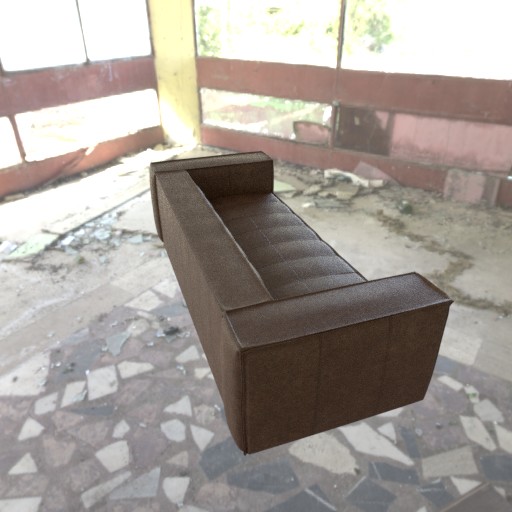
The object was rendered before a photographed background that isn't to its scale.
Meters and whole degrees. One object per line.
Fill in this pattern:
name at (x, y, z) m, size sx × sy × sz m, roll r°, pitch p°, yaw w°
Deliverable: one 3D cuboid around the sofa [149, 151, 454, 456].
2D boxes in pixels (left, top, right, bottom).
sofa at (0.000, 0.000, 3.081) m, size 1.102 × 0.701 × 2.581 m, roll -10°, pitch 31°, yaw -17°
